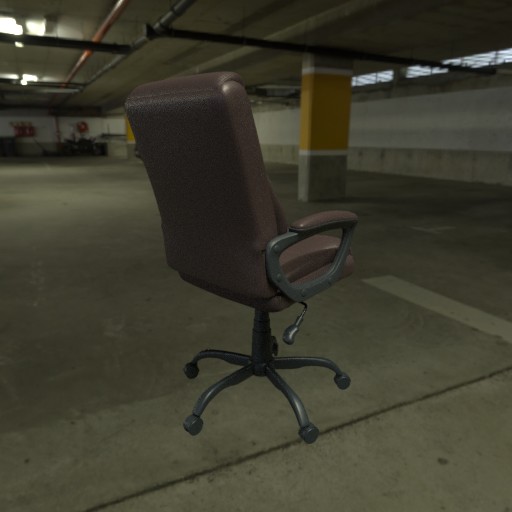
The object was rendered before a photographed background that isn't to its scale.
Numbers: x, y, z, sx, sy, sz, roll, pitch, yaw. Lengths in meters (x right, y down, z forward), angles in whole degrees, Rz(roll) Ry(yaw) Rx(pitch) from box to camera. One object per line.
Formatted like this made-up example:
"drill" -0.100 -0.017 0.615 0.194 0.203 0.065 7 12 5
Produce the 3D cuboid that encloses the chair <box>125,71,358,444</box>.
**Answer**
"chair" 0.000 0.000 1.480 0.655 1.072 0.615 -14 20 -42
